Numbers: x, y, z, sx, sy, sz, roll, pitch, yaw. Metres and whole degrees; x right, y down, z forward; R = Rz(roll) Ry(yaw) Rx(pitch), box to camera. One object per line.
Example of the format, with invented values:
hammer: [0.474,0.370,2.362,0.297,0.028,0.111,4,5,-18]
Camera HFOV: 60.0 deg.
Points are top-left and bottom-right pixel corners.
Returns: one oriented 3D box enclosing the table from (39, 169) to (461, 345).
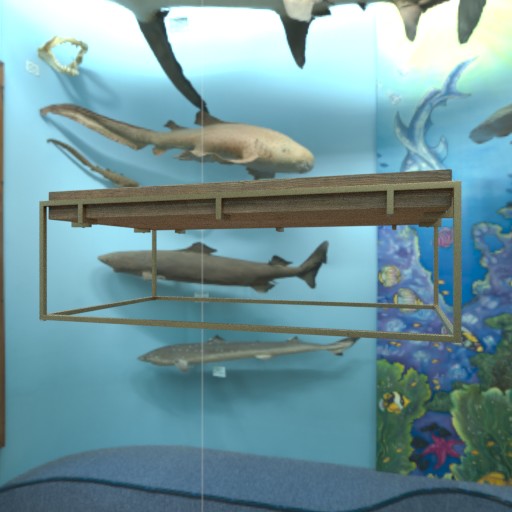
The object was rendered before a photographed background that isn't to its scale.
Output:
table: [0.000,0.000,1.745,1.387,0.468,0.775,0,0,18]
